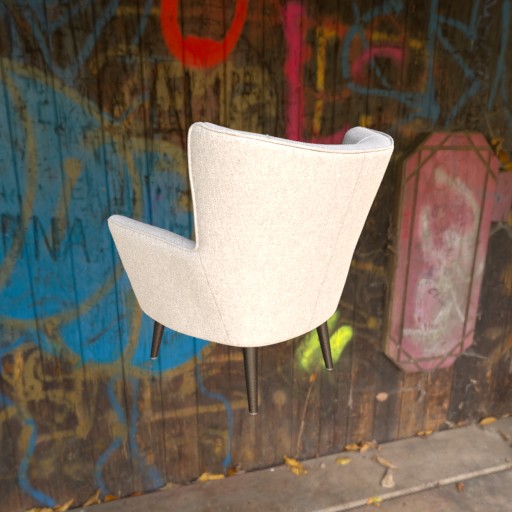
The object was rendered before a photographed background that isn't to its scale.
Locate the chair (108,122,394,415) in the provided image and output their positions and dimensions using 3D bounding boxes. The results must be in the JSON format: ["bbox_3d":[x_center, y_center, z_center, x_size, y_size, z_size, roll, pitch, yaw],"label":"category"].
[{"bbox_3d":[0.000,0.000,1.654,0.781,0.933,0.888,-14,20,-42],"label":"chair"}]
